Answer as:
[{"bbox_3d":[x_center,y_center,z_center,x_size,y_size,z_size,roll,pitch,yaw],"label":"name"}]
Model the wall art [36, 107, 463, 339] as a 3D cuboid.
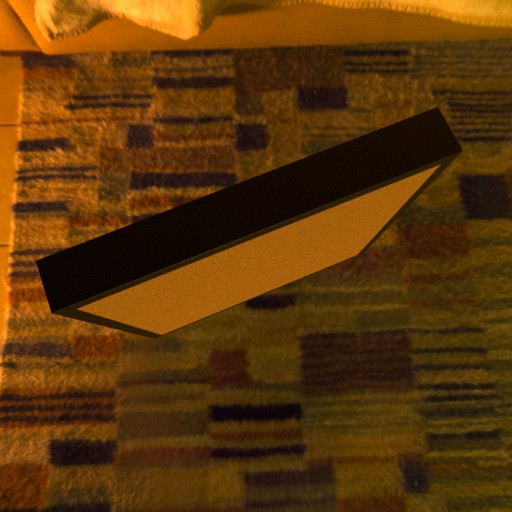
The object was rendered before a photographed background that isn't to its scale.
[{"bbox_3d":[0.000,0.000,0.454,0.304,0.304,0.038,-22,77,-5],"label":"wall art"}]
